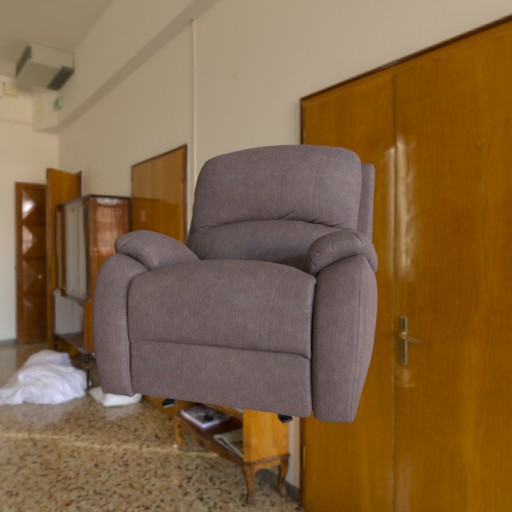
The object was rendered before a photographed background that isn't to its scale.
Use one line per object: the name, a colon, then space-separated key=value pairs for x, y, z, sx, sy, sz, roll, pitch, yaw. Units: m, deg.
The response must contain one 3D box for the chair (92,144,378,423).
chair: x=0.000 y=0.000 z=1.765 sx=0.930 sy=1.011 sz=0.899 roll=0 pitch=1 yaw=18
